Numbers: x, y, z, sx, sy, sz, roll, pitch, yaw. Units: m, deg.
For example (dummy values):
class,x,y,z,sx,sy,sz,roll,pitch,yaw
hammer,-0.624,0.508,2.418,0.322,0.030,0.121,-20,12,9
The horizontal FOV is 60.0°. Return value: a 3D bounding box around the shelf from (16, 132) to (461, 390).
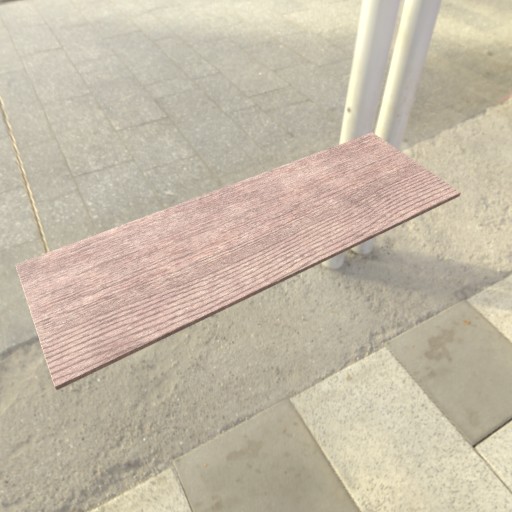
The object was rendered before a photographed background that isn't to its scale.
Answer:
class,x,y,z,sx,sy,sz,roll,pitch,yaw
shelf,0.000,0.000,0.671,0.610,0.125,0.200,-24,52,-21
